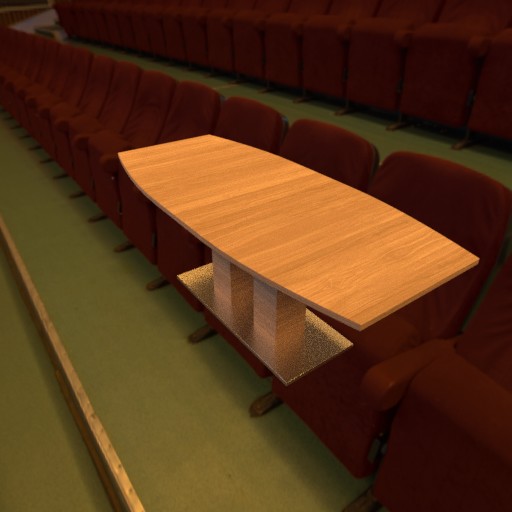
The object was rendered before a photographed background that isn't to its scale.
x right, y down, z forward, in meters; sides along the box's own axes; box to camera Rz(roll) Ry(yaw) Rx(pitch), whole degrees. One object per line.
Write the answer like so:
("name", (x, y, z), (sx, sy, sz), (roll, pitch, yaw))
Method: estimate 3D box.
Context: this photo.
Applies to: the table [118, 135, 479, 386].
("table", (0.000, 0.000, 2.448), (0.900, 0.750, 2.032), (-21, 37, -30))
